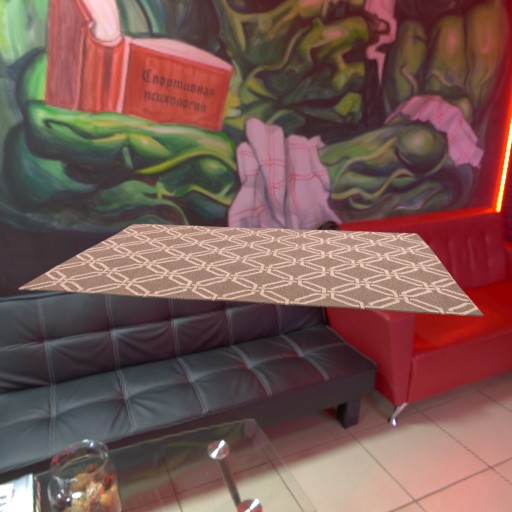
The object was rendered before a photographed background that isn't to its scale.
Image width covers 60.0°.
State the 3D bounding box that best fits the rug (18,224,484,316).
[{"bbox_3d":[0.000,0.000,2.162,1.748,0.010,1.142,2,17,8],"label":"rug"}]
